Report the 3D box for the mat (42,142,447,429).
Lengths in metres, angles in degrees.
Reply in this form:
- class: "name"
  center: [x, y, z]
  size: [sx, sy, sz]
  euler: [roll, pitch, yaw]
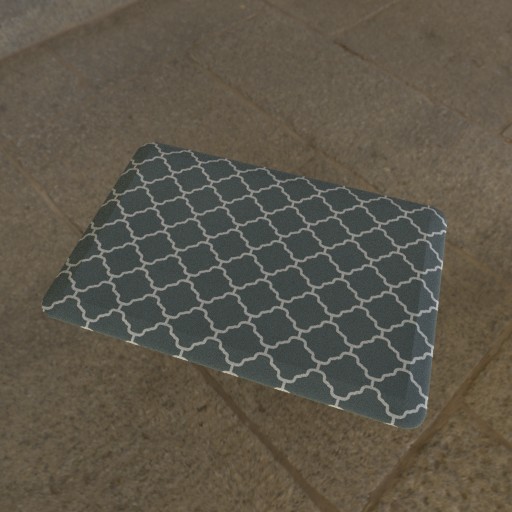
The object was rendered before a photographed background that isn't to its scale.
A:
- class: "mat"
  center: [0.000, 0.000, 0.940]
  size: [0.762, 0.021, 0.508]
  euler: [15, 59, 9]
